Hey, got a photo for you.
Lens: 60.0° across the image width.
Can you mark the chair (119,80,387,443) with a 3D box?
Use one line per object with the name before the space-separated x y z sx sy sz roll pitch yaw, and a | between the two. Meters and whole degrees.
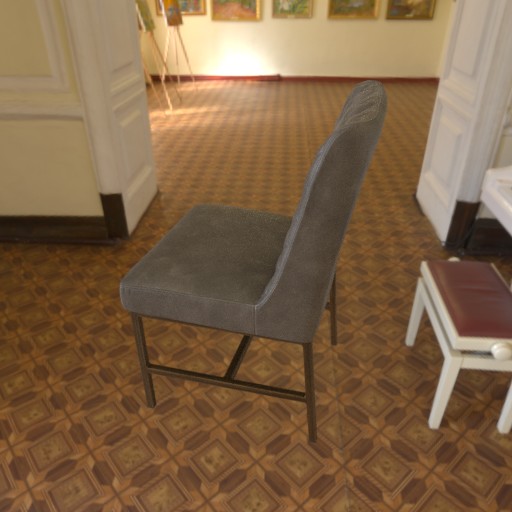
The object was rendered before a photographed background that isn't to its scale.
chair | 0.000 0.000 1.241 0.587 0.889 0.508 9 32 14
